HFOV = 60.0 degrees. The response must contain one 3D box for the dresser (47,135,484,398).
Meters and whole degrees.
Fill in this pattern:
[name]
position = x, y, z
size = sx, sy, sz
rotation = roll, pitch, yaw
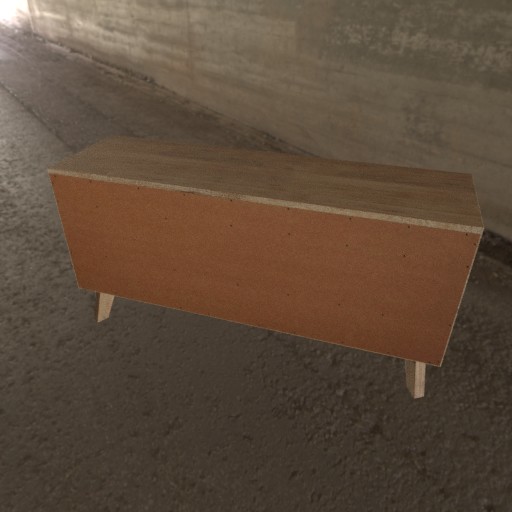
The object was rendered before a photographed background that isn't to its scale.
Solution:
[dresser]
position = 0.000, 0.000, 1.946
size = 1.602, 0.788, 0.455
rotation = 10, 34, 15
